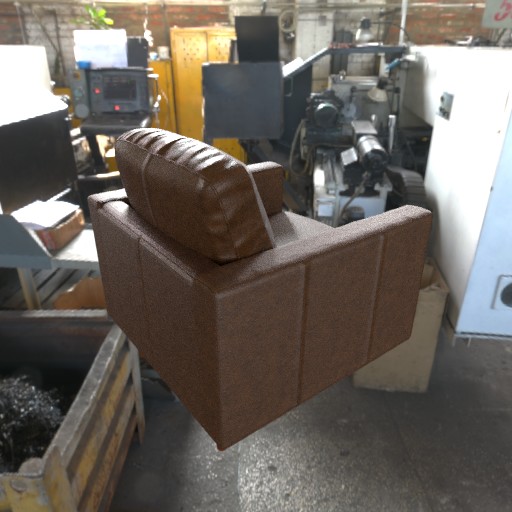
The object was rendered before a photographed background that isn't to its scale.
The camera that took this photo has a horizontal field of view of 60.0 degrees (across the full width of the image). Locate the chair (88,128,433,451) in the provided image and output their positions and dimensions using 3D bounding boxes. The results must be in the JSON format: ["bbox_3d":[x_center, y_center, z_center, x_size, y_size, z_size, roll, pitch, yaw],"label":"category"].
[{"bbox_3d":[0.000,0.000,1.667,0.909,0.956,0.890,-18,31,-33],"label":"chair"}]
